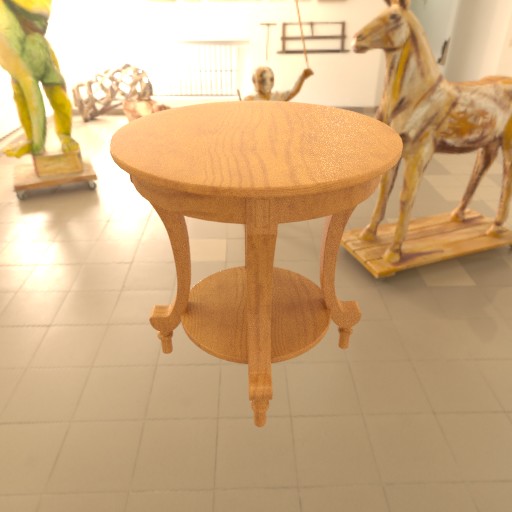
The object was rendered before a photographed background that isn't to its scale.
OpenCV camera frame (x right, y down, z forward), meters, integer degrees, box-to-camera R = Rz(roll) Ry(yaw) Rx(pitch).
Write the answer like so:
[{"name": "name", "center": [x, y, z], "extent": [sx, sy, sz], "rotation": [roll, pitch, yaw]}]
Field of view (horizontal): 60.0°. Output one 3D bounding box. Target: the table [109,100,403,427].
[{"name": "table", "center": [0.000, 0.000, 1.094], "extent": [0.597, 0.612, 0.597], "rotation": [0, 32, 0]}]
